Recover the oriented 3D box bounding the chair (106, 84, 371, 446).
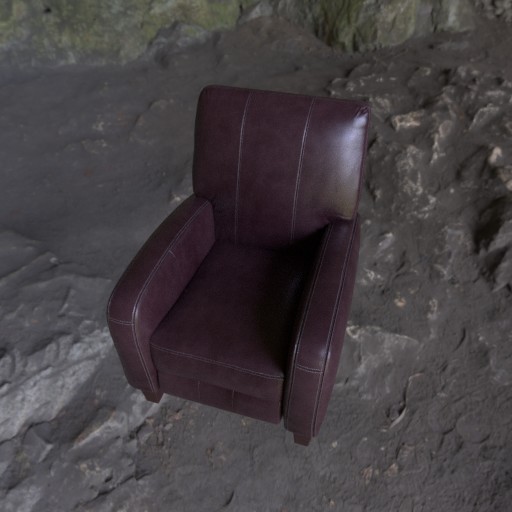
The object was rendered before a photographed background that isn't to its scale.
[{"bbox_3d":[0.000,0.000,1.691,0.762,0.990,0.990,11,43,12],"label":"chair"}]
